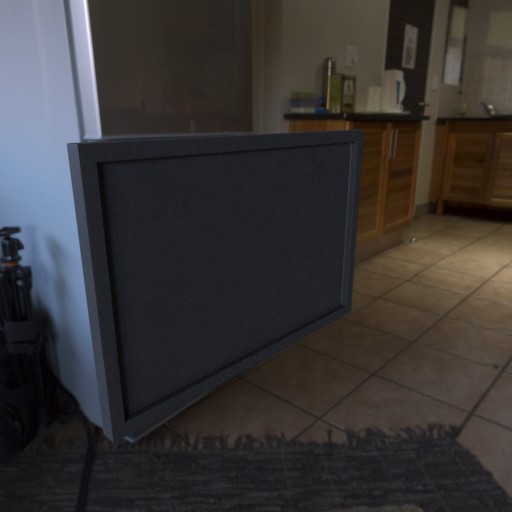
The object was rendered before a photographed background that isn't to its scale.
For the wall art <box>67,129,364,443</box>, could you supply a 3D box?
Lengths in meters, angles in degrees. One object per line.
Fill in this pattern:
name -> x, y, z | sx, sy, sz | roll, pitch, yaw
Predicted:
wall art -> 0.000, 0.000, 0.570 | 0.021, 0.301, 0.443 | 17, 24, 42
